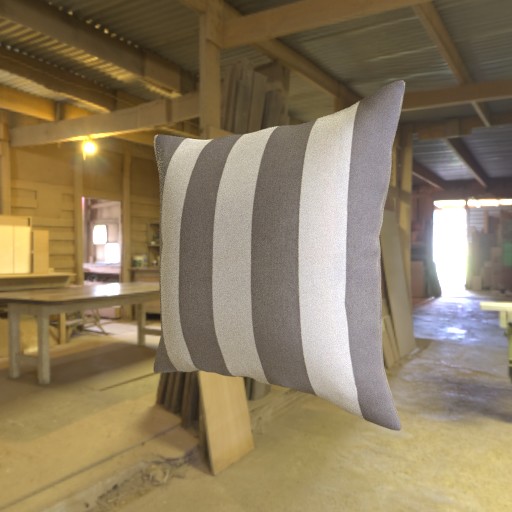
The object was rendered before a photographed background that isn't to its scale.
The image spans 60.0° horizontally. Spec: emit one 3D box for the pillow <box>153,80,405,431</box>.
[{"bbox_3d":[0.000,0.000,0.788,0.522,0.507,0.192,0,1,35],"label":"pillow"}]
